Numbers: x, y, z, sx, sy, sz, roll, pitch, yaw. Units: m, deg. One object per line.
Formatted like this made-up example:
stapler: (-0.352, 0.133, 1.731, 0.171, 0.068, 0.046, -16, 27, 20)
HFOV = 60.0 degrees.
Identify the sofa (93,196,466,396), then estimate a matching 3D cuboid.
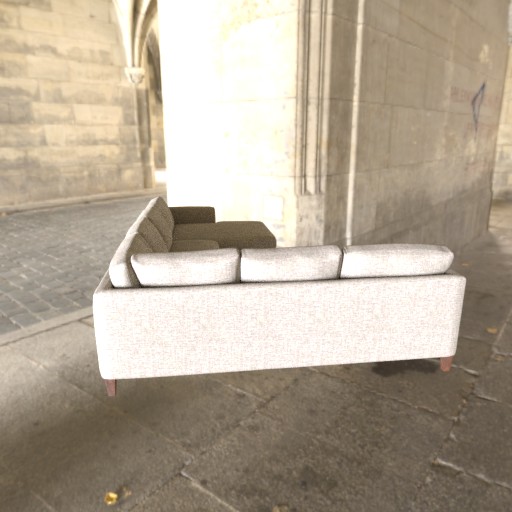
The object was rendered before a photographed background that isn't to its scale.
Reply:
sofa: (0.000, 0.000, 4.654, 2.593, 0.959, 3.460, -2, 15, -7)
